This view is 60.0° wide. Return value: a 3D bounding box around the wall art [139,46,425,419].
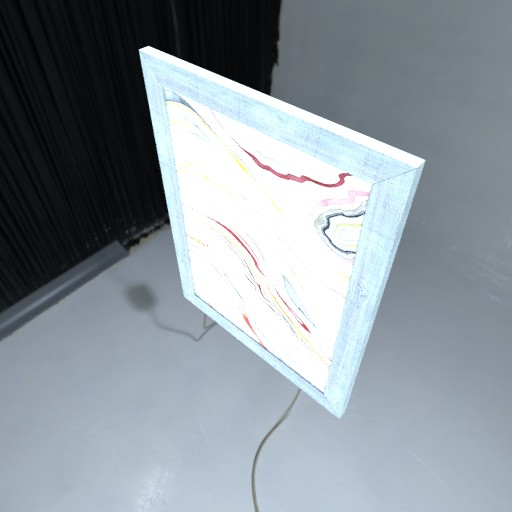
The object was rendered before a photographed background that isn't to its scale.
[{"bbox_3d":[0.000,0.000,0.810,0.481,0.613,0.020,33,54,28],"label":"wall art"}]
